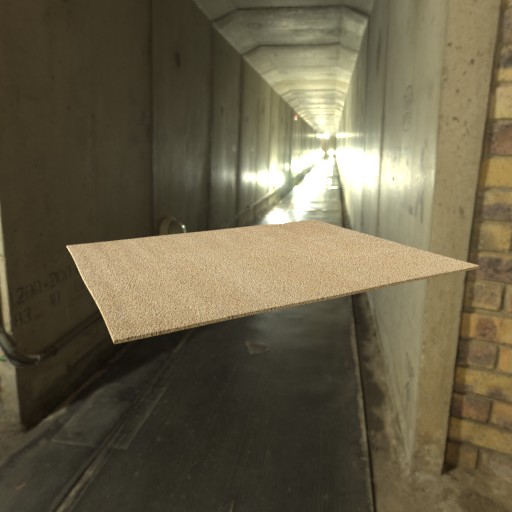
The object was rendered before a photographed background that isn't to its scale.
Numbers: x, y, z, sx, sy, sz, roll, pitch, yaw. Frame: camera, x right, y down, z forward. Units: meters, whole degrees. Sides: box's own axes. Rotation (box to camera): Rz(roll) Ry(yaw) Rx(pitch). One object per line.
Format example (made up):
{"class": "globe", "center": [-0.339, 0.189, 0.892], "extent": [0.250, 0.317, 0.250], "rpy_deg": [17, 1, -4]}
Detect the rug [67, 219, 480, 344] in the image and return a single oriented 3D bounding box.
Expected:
{"class": "rug", "center": [0.000, 0.000, 4.076], "extent": [3.000, 0.025, 2.400], "rpy_deg": [-8, 17, -27]}
